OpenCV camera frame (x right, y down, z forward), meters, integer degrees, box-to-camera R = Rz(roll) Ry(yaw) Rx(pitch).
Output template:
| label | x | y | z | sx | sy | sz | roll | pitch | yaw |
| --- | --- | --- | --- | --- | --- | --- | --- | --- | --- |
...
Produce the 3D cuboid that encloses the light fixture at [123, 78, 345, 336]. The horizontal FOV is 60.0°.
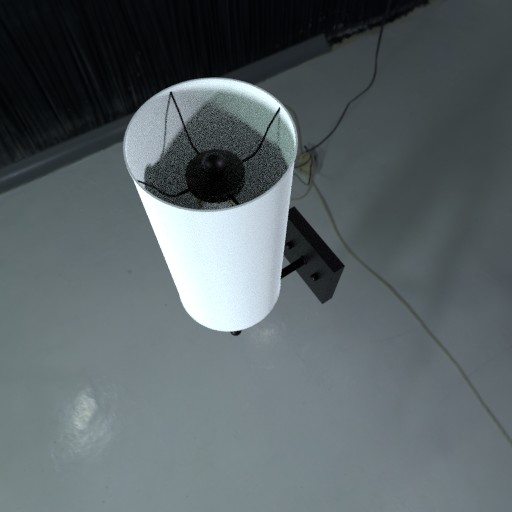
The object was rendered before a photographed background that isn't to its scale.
| label | x | y | z | sx | sy | sz | roll | pitch | yaw |
| --- | --- | --- | --- | --- | --- | --- | --- | --- | --- |
| light fixture | 0.000 | 0.000 | 0.541 | 0.208 | 0.462 | 0.128 | -31 | 67 | -15 |
